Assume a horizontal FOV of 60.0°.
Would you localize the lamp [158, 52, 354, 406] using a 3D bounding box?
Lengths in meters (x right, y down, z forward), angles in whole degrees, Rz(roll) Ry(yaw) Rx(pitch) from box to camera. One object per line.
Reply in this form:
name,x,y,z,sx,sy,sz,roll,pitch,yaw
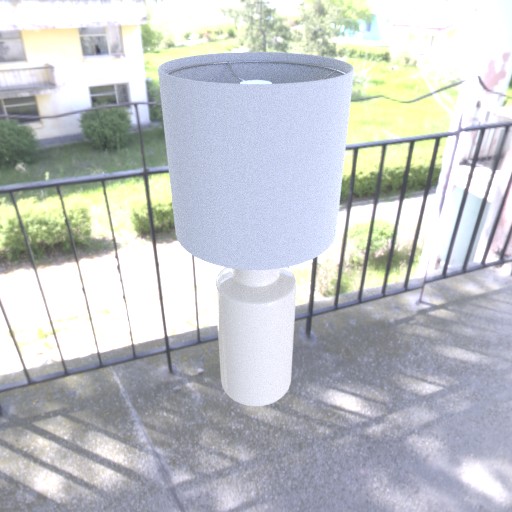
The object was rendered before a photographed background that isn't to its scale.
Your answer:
lamp,0.000,0.000,0.616,0.212,0.493,0.212,-11,34,-18
